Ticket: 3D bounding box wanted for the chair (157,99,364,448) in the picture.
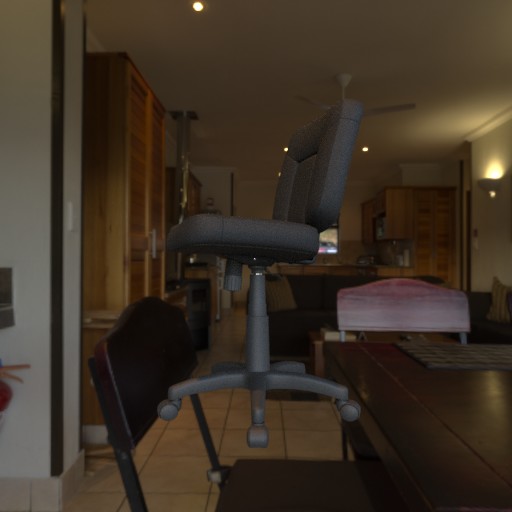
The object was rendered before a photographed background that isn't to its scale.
[{"bbox_3d":[0.000,0.000,1.407,0.610,0.972,0.610,0,-1,-18],"label":"chair"}]
